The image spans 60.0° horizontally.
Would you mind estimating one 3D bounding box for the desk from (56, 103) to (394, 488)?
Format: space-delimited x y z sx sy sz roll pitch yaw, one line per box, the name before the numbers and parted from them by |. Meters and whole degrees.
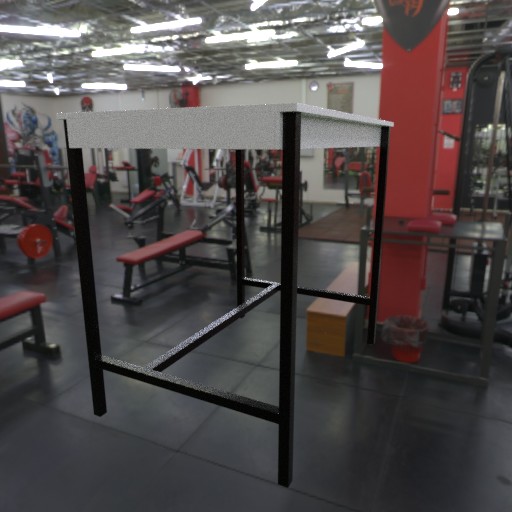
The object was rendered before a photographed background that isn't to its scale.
desk | 0.000 0.000 1.292 0.573 0.766 0.811 7 16 27
